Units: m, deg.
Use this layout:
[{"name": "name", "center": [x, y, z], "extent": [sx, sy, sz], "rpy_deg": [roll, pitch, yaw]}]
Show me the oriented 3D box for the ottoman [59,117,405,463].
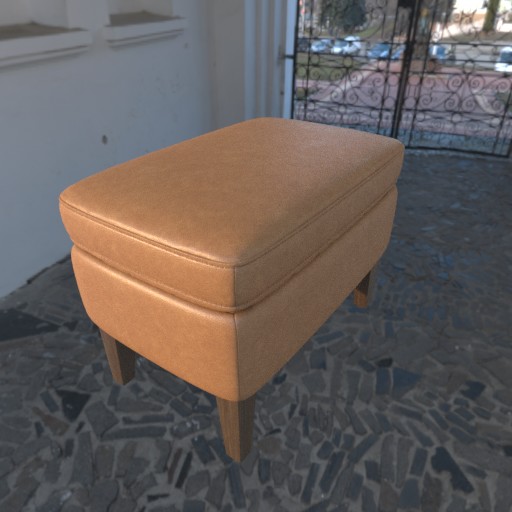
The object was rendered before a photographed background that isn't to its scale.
[{"name": "ottoman", "center": [0.000, 0.000, 0.983], "extent": [0.420, 0.480, 0.670], "rpy_deg": [20, 36, 30]}]
